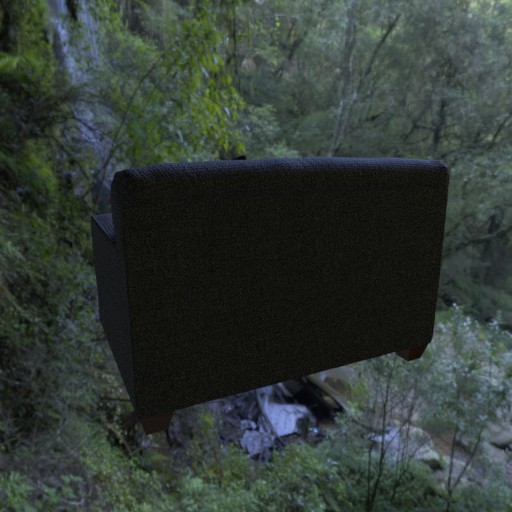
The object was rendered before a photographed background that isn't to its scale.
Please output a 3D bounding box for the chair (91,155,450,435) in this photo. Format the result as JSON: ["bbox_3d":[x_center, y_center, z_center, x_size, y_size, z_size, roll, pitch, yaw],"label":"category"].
[{"bbox_3d":[0.000,0.000,2.099,1.383,0.948,1.000,-7,16,-25],"label":"chair"}]
